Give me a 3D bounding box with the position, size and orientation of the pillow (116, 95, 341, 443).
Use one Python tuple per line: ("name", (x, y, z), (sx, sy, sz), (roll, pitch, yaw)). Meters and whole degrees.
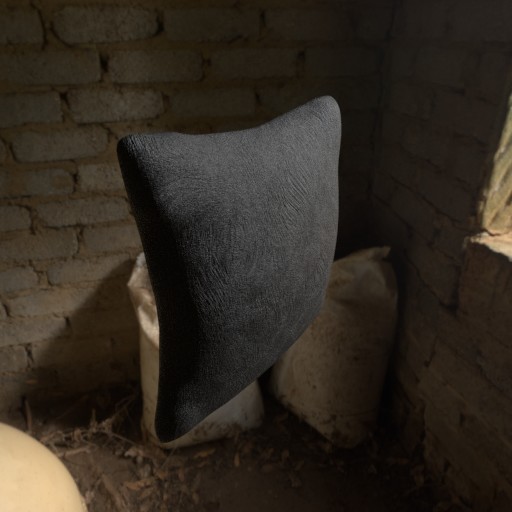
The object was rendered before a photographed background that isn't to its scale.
("pillow", (0.000, 0.000, 0.817), (0.210, 0.523, 0.533), (19, 33, 32))
